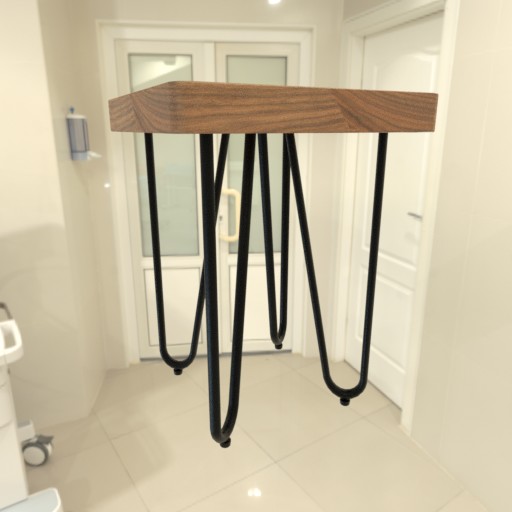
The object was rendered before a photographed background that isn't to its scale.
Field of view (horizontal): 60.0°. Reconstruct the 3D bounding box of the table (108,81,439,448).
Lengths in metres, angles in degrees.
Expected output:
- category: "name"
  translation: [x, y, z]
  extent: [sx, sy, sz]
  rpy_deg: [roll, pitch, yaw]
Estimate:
- category: "table"
  translation: [0.000, 0.000, 0.948]
  extent: [0.480, 0.641, 0.479]
  rpy_deg: [-8, 18, -26]
